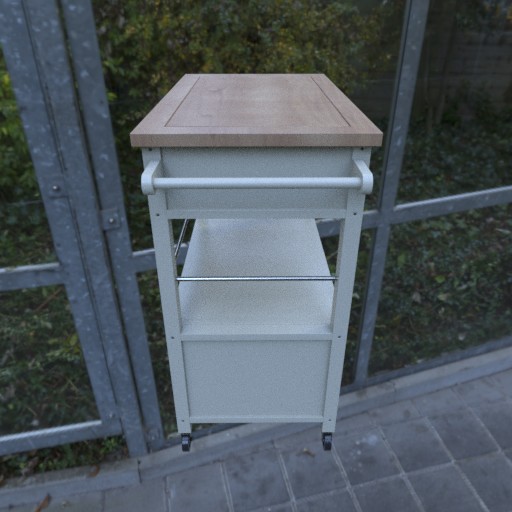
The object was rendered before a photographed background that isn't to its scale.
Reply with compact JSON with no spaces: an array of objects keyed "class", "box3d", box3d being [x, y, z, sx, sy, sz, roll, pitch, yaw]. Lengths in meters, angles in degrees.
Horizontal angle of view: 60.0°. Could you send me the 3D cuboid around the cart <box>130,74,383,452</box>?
[{"class":"cart","box3d":[0.000,0.000,1.319,0.459,0.901,0.840,0,30,0]}]
